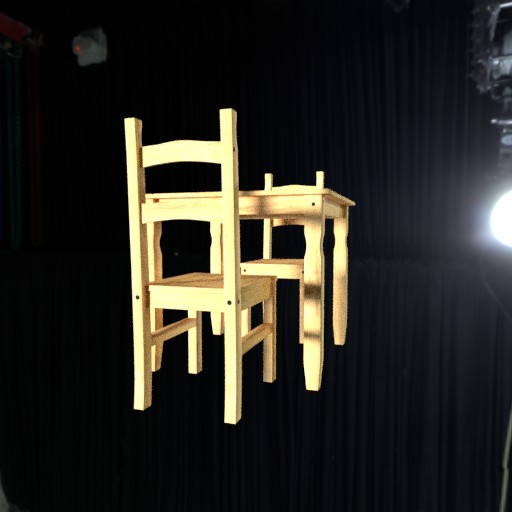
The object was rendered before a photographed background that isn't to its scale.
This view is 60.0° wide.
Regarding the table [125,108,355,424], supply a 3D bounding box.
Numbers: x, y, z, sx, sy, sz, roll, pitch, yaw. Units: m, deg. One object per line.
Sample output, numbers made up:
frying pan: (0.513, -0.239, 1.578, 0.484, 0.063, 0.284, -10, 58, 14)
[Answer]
table: (0.000, 0.000, 2.071, 0.813, 0.942, 1.501, 1, 4, 19)
